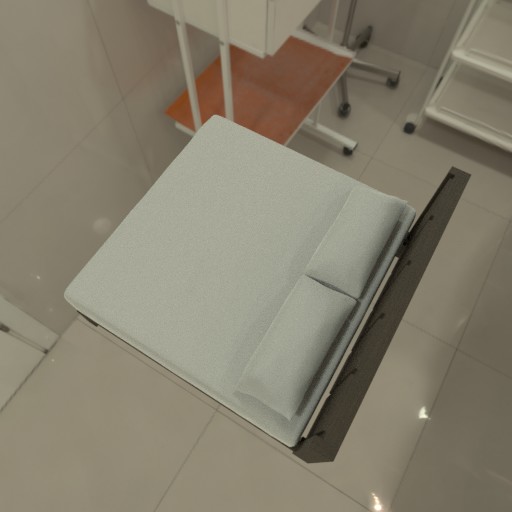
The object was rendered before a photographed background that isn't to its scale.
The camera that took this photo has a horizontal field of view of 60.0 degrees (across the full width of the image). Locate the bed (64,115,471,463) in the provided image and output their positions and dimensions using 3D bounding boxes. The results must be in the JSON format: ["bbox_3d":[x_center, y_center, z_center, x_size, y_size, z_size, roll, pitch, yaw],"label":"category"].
[{"bbox_3d":[0.000,0.000,3.527,2.238,1.261,2.143,29,68,13],"label":"bed"}]
